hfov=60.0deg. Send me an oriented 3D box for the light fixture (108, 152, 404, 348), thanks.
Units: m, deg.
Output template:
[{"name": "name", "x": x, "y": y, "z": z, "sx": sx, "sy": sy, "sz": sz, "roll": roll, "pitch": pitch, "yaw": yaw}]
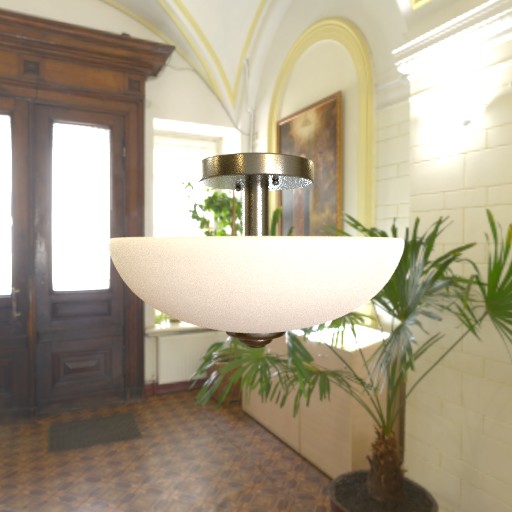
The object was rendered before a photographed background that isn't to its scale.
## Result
[{"name": "light fixture", "x": 0.000, "y": 0.000, "z": 0.520, "sx": 0.330, "sy": 0.214, "sz": 0.330, "roll": 0, "pitch": 1, "yaw": 0}]
